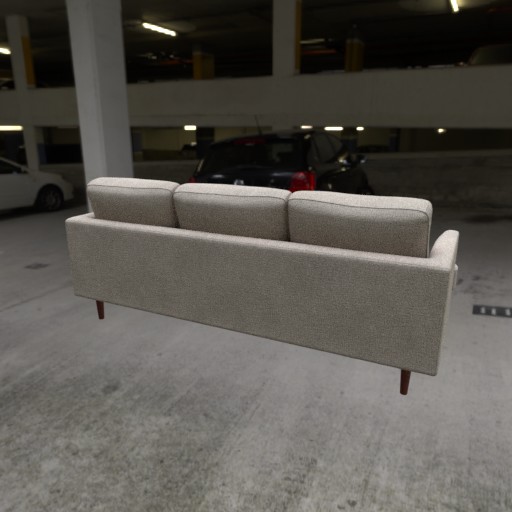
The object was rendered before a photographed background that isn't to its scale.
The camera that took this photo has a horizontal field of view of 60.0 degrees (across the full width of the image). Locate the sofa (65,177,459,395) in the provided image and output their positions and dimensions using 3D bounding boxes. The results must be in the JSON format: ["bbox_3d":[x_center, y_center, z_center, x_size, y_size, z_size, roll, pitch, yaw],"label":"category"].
[{"bbox_3d":[0.000,0.000,2.722,2.246,0.930,0.903,8,18,25],"label":"sofa"}]
